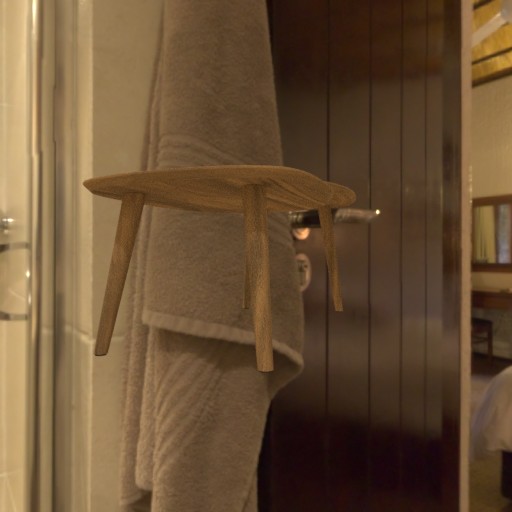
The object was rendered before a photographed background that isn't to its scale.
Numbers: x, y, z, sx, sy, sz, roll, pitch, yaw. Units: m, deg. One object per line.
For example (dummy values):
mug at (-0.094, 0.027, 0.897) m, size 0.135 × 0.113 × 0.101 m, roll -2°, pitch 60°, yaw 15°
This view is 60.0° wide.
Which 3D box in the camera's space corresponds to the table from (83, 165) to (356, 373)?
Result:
table at (0.000, 0.000, 1.326) m, size 0.527 × 0.429 × 1.084 m, roll 0°, pitch 0°, yaw 19°
